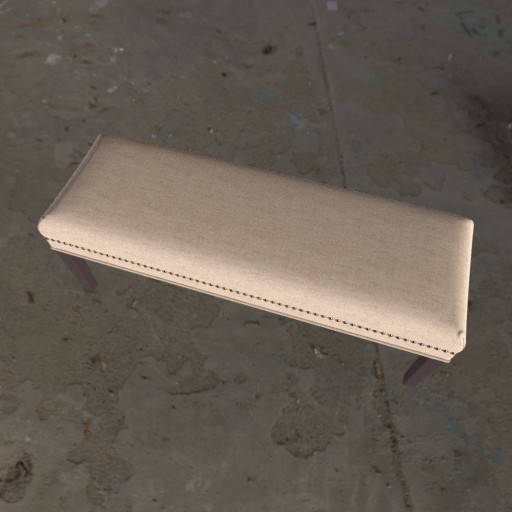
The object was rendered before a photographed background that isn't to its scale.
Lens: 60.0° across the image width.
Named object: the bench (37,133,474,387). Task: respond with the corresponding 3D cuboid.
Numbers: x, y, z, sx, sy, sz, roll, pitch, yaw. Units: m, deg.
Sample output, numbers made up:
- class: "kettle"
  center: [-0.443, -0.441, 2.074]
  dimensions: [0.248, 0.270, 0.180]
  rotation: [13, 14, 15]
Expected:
- class: "bench"
  center: [0.000, 0.000, 1.441]
  dimensions: [1.219, 0.457, 0.410]
  rotation: [15, 59, 9]
